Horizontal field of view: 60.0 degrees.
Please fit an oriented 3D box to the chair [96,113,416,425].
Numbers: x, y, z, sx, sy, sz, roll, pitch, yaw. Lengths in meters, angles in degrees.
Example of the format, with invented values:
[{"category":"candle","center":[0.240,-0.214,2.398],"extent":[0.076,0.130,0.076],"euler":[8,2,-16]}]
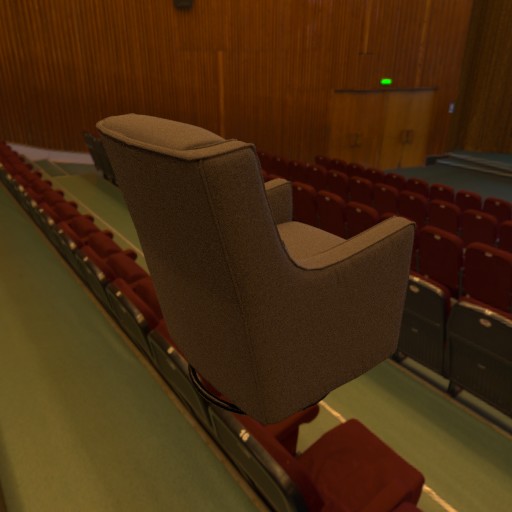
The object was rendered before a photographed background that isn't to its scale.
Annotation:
[{"category":"chair","center":[0.000,0.000,1.590],"extent":[0.879,0.993,0.732],"euler":[-18,30,-33]}]
